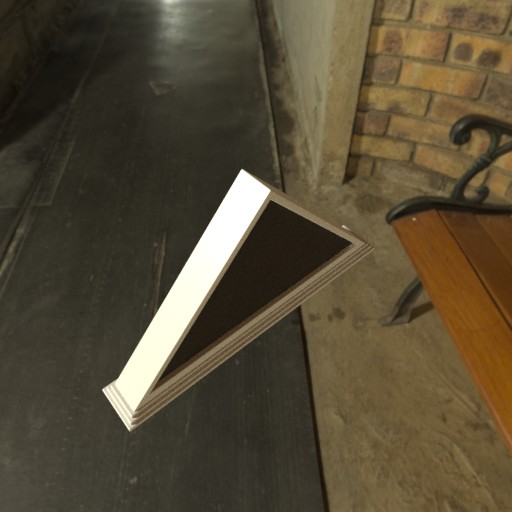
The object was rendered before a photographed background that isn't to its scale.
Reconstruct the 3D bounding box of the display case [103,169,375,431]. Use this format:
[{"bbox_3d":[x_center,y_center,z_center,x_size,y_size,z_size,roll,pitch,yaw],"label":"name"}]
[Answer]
[{"bbox_3d":[0.000,0.000,0.781,0.640,0.340,0.095,-33,56,-26],"label":"display case"}]
